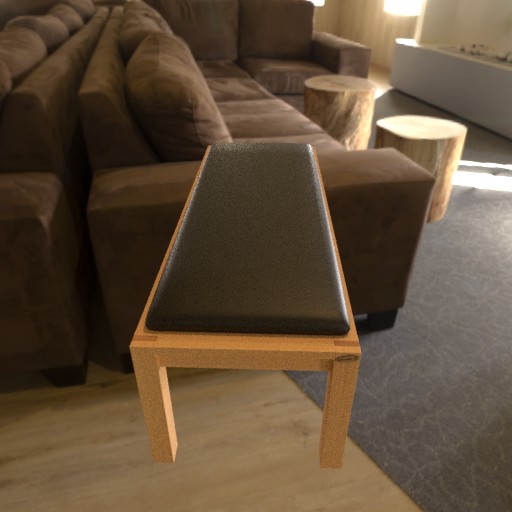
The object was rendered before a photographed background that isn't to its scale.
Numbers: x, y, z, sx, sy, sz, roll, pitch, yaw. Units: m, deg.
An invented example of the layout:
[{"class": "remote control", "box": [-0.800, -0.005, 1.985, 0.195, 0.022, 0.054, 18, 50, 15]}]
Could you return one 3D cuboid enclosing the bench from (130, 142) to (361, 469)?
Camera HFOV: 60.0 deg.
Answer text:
[{"class": "bench", "box": [0.000, 0.000, 1.452, 0.450, 0.430, 1.202, 1, 32, 2]}]
